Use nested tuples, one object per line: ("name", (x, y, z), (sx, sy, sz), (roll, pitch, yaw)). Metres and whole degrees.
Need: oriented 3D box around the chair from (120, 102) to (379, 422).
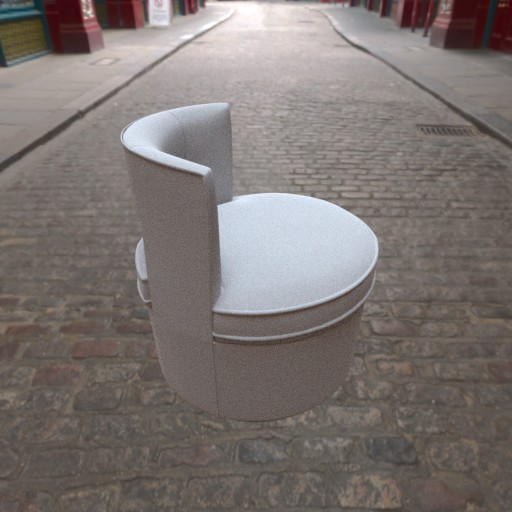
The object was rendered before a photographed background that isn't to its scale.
("chair", (0.000, 0.000, 1.248), (0.665, 0.723, 0.650), (0, 31, 0))
